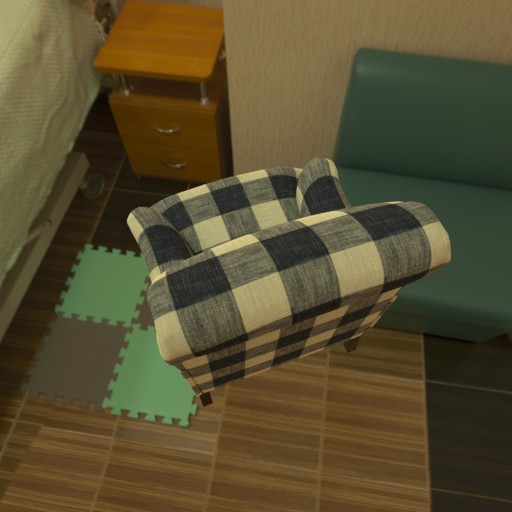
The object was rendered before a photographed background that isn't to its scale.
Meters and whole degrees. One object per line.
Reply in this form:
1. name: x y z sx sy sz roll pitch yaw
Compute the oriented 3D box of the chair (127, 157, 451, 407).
1. chair: 0.000 0.000 1.579 0.781 0.953 0.848 -18 60 -11
